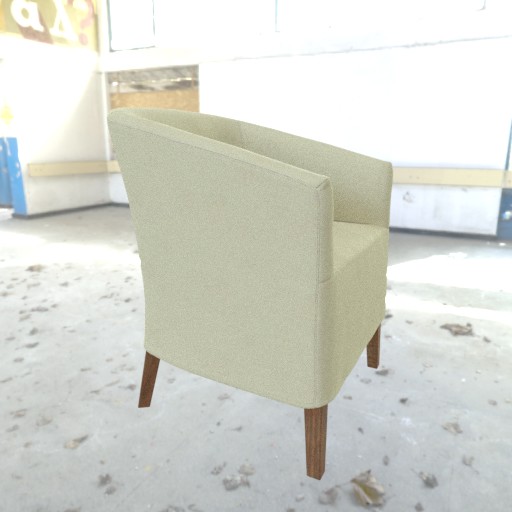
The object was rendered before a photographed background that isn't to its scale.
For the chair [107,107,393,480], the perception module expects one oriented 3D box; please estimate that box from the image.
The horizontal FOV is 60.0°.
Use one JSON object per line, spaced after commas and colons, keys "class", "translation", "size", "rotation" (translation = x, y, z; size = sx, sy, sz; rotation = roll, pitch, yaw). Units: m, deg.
{"class": "chair", "translation": [0.000, 0.000, 1.276], "size": [0.657, 0.822, 0.643], "rotation": [8, 17, 26]}
